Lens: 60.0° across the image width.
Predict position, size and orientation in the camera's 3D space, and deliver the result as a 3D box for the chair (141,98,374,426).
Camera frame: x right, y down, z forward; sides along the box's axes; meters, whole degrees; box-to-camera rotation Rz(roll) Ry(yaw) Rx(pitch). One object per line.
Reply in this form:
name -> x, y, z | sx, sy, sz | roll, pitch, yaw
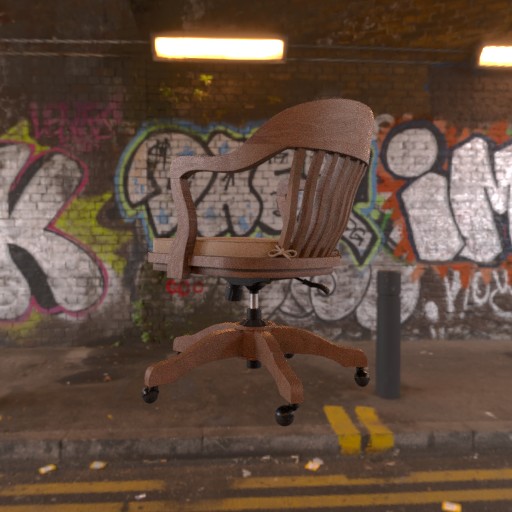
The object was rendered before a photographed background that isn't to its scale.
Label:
chair -> 0.000, 0.000, 1.514 | 0.788, 0.878, 0.750 | 1, 2, 37
